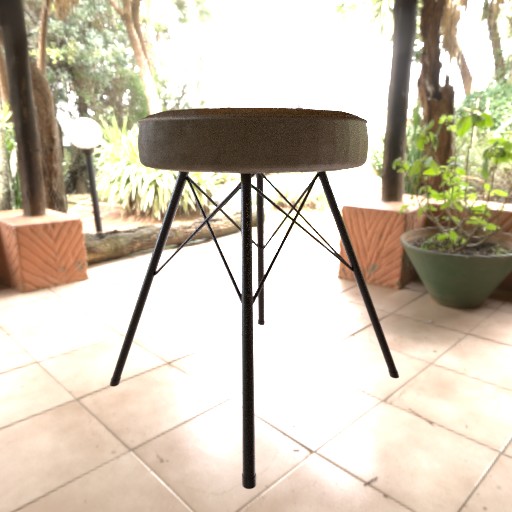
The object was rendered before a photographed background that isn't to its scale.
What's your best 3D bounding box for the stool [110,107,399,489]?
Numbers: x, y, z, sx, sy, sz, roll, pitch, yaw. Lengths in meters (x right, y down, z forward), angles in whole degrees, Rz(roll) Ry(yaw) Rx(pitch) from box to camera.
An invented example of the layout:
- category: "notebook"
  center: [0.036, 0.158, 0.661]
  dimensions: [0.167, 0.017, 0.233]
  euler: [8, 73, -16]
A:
- category: "stool"
  center: [0.000, 0.000, 0.870]
  dimensions: [0.423, 0.538, 0.457]
  euler: [14, 20, 43]
